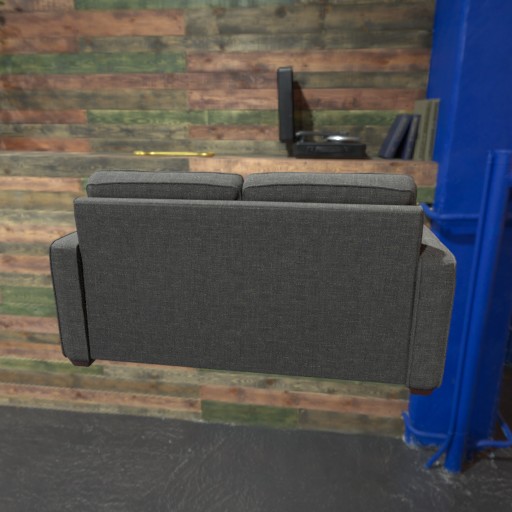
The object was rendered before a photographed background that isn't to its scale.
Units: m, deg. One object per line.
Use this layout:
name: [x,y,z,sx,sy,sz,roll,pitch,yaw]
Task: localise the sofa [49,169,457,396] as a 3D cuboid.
sofa: [0.000,0.000,2.266,1.709,0.918,0.947,2,17,8]
